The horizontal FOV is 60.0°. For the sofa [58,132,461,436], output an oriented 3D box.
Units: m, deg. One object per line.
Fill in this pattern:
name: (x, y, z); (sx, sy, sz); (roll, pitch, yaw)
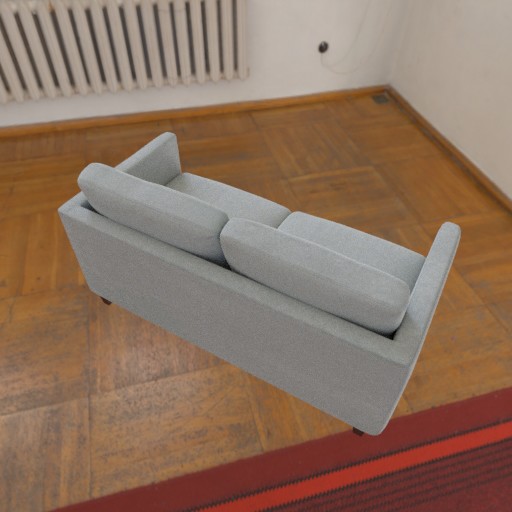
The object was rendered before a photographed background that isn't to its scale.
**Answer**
sofa: (0.000, 0.000, 2.441); (1.884, 0.963, 0.950); (22, 49, 20)
